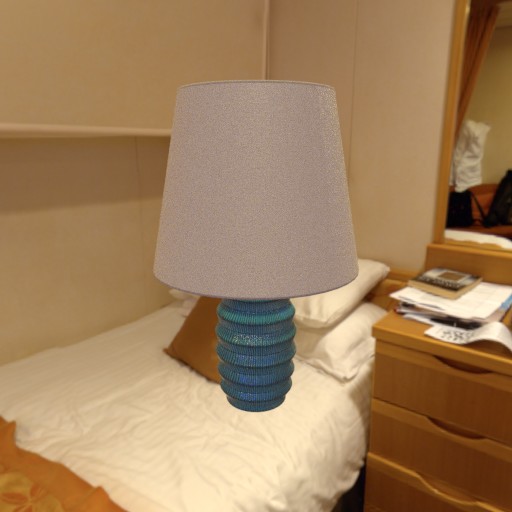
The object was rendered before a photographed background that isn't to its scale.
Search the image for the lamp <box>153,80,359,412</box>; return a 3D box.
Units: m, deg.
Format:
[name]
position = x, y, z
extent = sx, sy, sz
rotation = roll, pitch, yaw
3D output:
[lamp]
position = 0.000, 0.000, 0.558
extent = 0.254, 0.392, 0.254
rotation = 0, 14, 0
